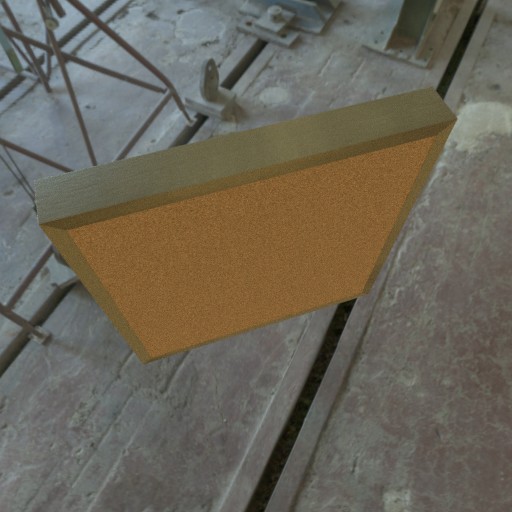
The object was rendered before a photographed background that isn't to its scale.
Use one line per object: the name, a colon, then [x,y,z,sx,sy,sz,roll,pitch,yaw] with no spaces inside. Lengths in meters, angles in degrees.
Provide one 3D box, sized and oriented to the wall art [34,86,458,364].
wall art: [0.000,0.000,0.447,0.304,0.305,0.038,-16,61,-9]
